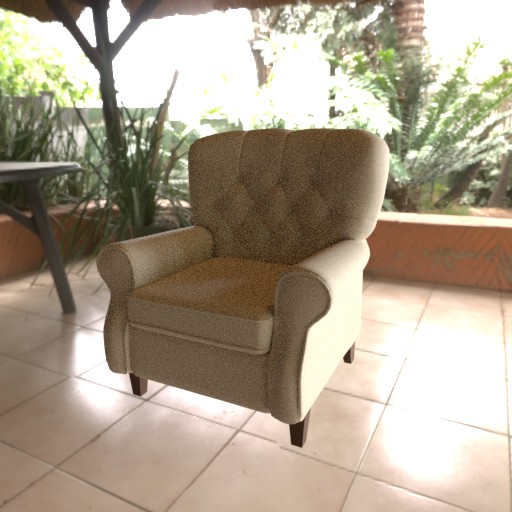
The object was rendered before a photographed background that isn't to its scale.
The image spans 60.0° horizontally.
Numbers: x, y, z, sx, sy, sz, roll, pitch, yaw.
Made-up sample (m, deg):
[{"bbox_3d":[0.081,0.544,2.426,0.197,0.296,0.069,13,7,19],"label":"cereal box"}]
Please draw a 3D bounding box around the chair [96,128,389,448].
[{"bbox_3d":[0.000,0.000,2.048,1.035,1.169,1.132,7,15,26],"label":"chair"}]
